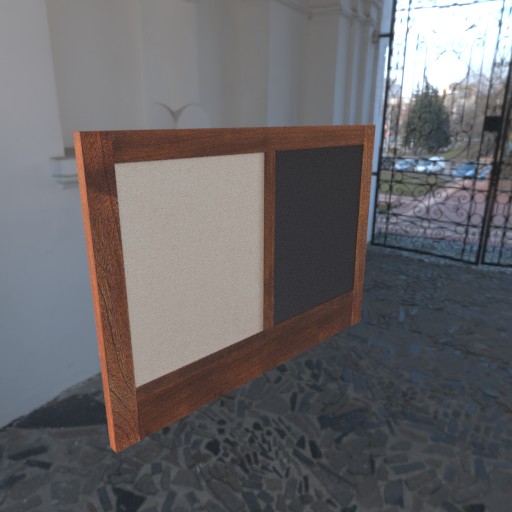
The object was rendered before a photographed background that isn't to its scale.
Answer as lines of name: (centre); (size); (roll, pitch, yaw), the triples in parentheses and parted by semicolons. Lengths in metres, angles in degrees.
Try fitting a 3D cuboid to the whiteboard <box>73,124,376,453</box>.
whiteboard: (0.000, 0.000, 0.988); (0.768, 0.553, 0.083); (-16, 24, -41)
